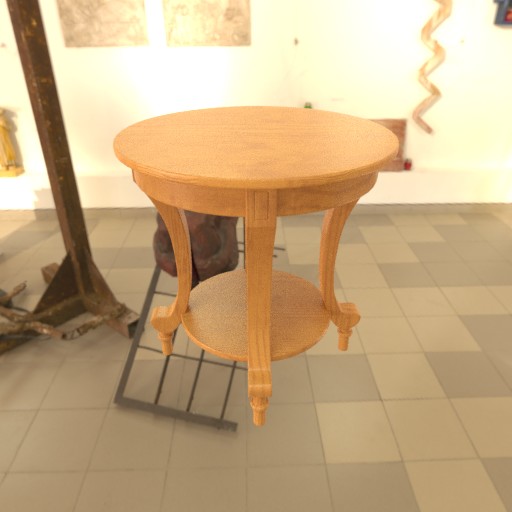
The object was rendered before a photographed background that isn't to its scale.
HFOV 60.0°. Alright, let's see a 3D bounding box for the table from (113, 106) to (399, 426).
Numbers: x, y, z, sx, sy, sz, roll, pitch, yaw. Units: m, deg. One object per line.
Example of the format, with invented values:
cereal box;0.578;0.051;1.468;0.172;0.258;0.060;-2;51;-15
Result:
table;0.000;0.000;1.108;0.597;0.612;0.597;0;29;0
